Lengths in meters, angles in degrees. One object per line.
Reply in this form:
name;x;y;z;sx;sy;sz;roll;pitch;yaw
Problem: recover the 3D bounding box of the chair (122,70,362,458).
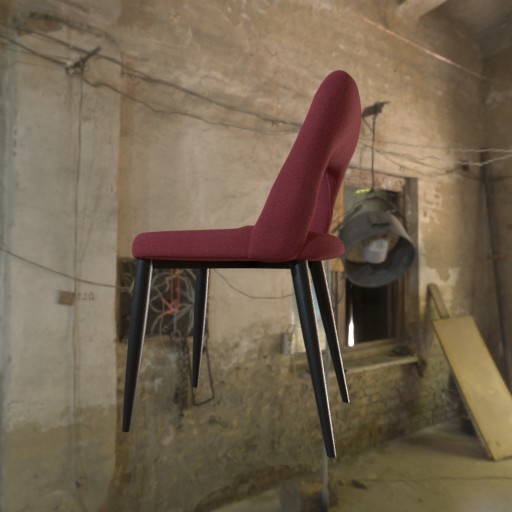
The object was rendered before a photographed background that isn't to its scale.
chair;0.000;0.000;1.231;0.569;0.892;0.483;0;-1;16
